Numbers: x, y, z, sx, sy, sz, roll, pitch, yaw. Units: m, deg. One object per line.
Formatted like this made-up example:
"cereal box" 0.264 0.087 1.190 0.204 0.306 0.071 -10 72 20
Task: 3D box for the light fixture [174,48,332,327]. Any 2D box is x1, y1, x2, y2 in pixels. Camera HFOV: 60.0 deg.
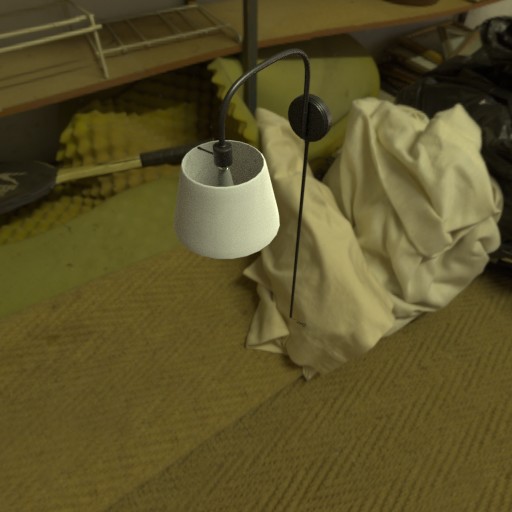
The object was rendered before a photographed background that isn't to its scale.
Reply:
"light fixture" 0.000 0.000 0.467 0.092 0.399 0.176 29 52 25
